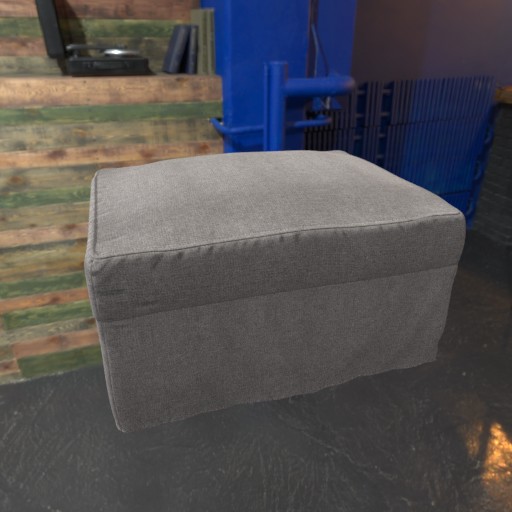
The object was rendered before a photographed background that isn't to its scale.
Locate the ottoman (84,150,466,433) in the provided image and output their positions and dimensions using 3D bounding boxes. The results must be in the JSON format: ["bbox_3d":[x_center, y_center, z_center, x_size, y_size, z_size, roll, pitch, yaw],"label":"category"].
[{"bbox_3d":[0.000,0.000,1.235,0.833,0.492,0.652,-8,28,-16],"label":"ottoman"}]
